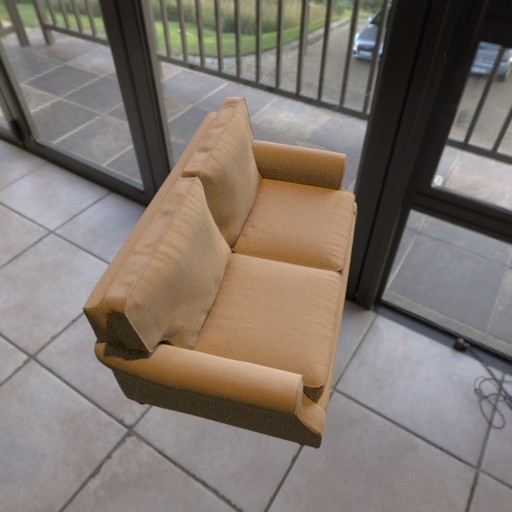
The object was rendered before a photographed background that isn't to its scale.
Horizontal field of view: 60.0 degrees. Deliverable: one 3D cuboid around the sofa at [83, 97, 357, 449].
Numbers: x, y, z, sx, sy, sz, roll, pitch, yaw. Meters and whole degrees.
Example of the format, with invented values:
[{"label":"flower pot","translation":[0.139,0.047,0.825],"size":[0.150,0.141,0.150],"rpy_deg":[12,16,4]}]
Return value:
[{"label":"sofa","translation":[0.000,0.000,2.266],"size":[0.964,0.937,1.665],"rpy_deg":[10,48,10]}]
